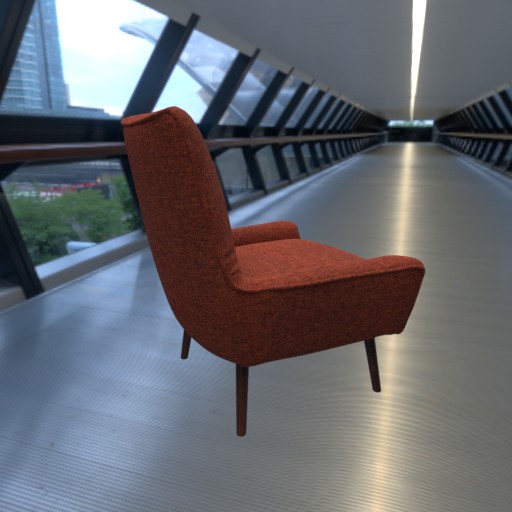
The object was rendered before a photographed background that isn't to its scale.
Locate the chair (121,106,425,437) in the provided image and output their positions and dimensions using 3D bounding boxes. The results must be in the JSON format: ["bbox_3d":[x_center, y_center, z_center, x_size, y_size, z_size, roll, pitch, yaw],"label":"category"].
[{"bbox_3d":[0.000,0.000,1.496,0.784,0.911,0.803,-7,16,-26],"label":"chair"}]
